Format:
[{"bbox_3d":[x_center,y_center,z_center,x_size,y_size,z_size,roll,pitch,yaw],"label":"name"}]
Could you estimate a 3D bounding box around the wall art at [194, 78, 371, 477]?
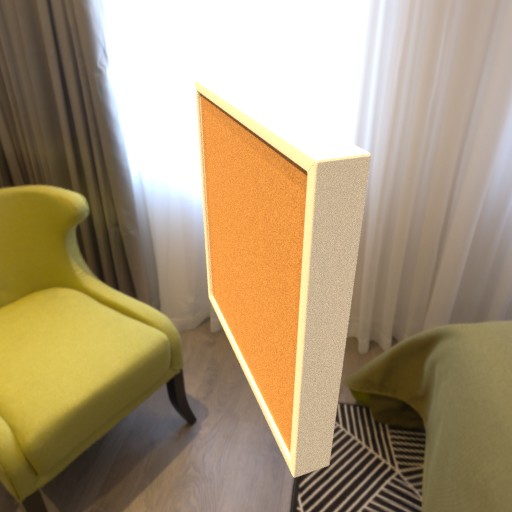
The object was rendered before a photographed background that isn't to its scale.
[{"bbox_3d":[0.000,0.000,0.463,0.038,0.305,0.305,-11,32,-17],"label":"wall art"}]
